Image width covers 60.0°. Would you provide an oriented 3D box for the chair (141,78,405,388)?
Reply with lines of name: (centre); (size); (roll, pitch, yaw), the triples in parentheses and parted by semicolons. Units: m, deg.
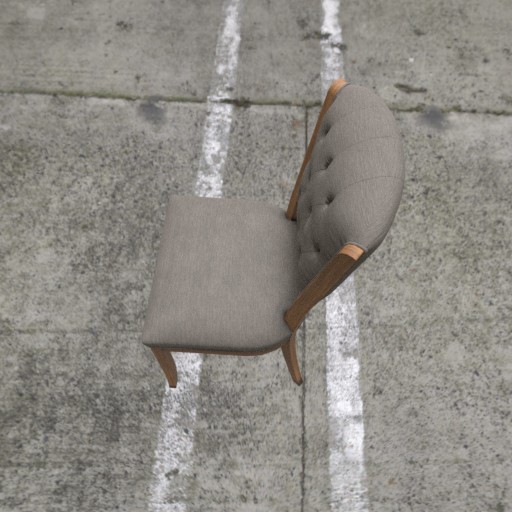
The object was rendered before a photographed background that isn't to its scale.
chair: (0.000, 0.000, 1.247); (0.584, 0.905, 0.513); (2, 58, 2)
